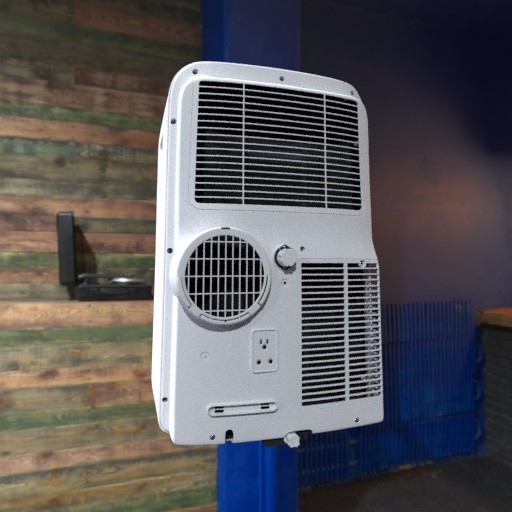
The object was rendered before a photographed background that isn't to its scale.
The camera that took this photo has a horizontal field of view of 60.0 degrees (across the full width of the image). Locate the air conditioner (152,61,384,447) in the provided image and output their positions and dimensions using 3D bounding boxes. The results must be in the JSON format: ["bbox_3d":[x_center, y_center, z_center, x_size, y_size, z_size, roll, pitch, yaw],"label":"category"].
[{"bbox_3d":[0.000,0.000,1.060,0.478,0.765,0.467,0,-1,-18],"label":"air conditioner"}]
